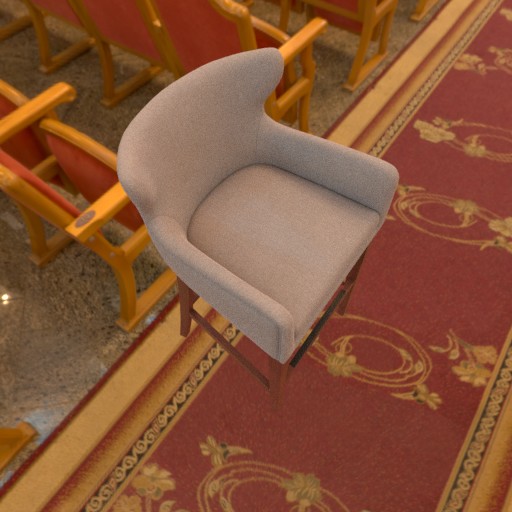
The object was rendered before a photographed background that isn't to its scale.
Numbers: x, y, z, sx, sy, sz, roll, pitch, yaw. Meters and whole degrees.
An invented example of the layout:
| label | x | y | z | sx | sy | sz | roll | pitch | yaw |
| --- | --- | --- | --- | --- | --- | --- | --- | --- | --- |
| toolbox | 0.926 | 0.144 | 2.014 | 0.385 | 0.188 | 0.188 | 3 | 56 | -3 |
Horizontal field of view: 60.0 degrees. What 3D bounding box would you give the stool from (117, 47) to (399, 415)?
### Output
| label | x | y | z | sx | sy | sz | roll | pitch | yaw |
| --- | --- | --- | --- | --- | --- | --- | --- | --- | --- |
| stool | 0.000 | 0.000 | 1.417 | 0.575 | 1.047 | 0.575 | 31 | 63 | 18 |
